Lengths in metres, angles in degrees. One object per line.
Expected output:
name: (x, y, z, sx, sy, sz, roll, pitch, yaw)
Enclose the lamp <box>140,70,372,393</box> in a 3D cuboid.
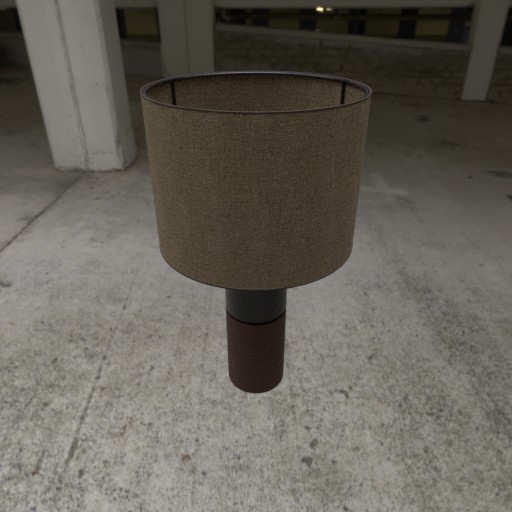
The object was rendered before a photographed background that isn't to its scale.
lamp: (0.000, 0.000, 0.483, 0.202, 0.350, 0.202, 0, 30, 0)
